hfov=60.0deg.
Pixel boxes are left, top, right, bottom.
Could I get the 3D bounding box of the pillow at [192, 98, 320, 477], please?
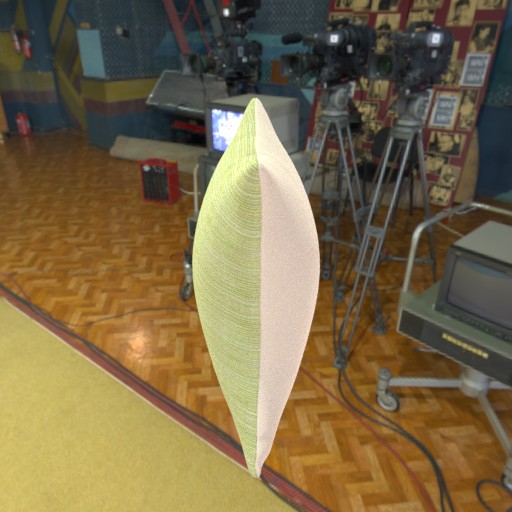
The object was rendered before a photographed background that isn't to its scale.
[{"bbox_3d":[0.000,0.000,0.816,0.229,0.487,0.560,0,27,0],"label":"pillow"}]
